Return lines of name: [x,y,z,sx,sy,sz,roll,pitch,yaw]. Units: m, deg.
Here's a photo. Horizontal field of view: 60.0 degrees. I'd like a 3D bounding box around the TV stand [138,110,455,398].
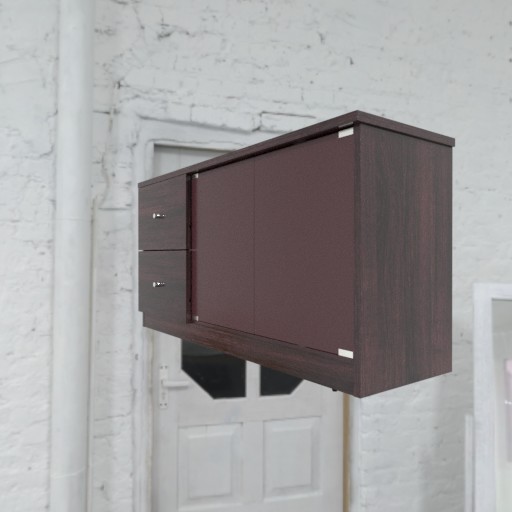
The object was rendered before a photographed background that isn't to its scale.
TV stand: [0.000,0.000,1.510,0.404,0.614,1.192,0,0,-37]
